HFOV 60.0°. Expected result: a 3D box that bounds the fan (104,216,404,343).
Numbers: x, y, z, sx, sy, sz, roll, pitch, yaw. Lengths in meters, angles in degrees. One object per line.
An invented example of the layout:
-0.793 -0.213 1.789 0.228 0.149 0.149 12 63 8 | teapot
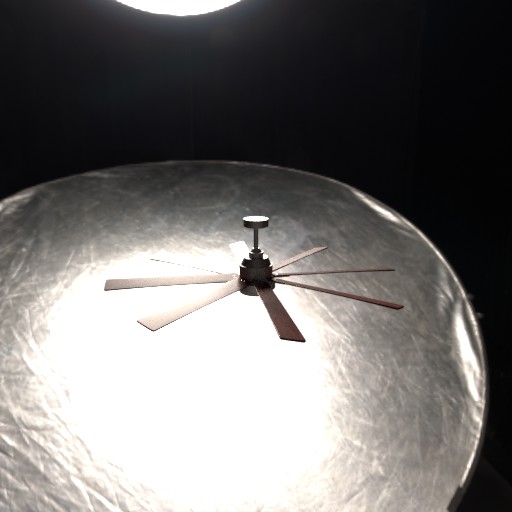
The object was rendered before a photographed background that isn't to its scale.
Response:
0.000 0.000 2.762 1.830 0.472 1.830 -3 15 -10 | fan
